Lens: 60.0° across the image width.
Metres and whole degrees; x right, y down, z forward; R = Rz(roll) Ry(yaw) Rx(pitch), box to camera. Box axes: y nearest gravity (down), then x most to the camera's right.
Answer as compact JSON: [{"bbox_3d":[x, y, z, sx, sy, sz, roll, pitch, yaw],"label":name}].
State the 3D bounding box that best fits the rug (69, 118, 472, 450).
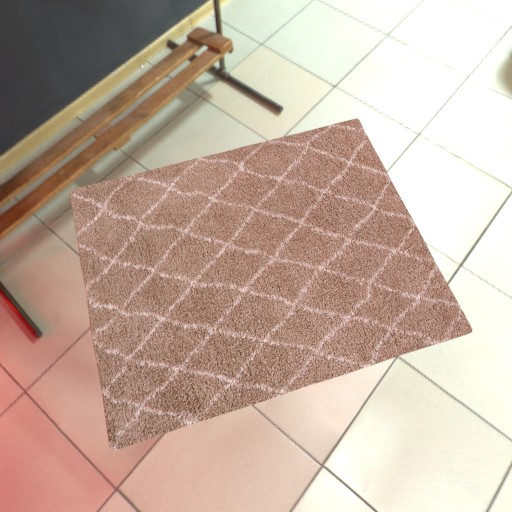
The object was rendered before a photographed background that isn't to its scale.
[{"bbox_3d":[0.000,0.000,4.005,3.047,0.029,2.438,-16,66,-7],"label":"rug"}]
